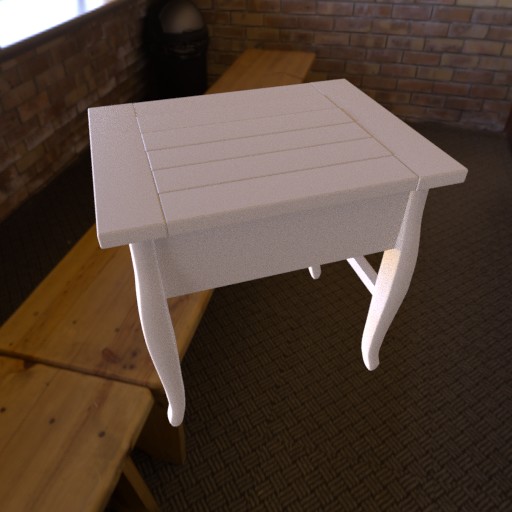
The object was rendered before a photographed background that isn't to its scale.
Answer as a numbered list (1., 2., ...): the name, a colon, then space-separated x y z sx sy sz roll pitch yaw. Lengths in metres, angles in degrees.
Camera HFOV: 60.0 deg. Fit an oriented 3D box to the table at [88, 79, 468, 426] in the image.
1. table: 0.000 0.000 1.033 0.599 0.605 0.463 -12 42 -13
